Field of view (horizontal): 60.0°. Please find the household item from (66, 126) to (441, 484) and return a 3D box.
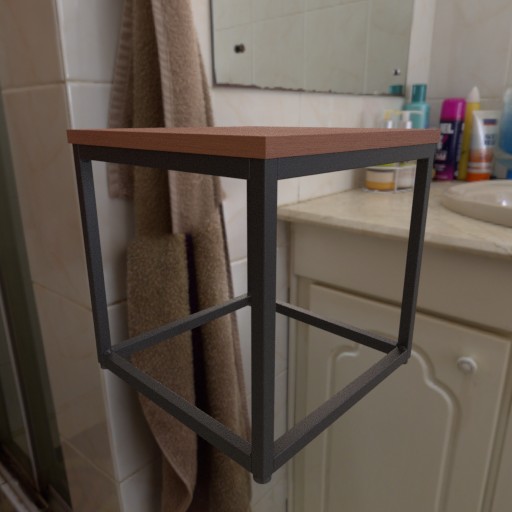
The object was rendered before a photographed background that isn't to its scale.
[{"bbox_3d":[0.000,0.000,0.727,0.400,0.400,0.400,16,23,41],"label":"household item"}]
